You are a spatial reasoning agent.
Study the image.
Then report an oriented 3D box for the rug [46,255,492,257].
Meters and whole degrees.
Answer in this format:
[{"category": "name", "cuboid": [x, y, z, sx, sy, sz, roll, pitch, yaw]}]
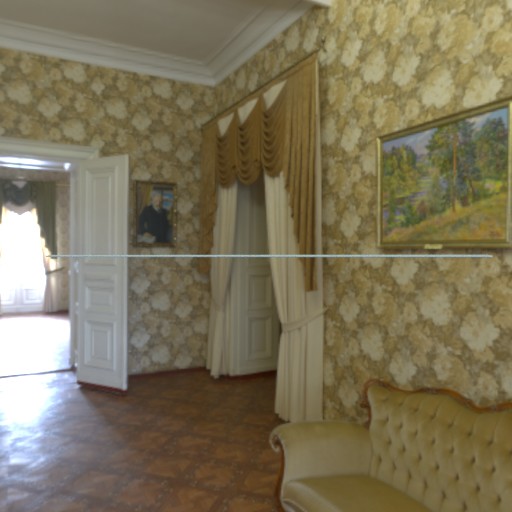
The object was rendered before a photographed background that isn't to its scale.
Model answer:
[{"category": "rug", "cuboid": [0.000, 0.000, 2.425, 2.196, 0.011, 0.662, 0, 0, 16]}]
